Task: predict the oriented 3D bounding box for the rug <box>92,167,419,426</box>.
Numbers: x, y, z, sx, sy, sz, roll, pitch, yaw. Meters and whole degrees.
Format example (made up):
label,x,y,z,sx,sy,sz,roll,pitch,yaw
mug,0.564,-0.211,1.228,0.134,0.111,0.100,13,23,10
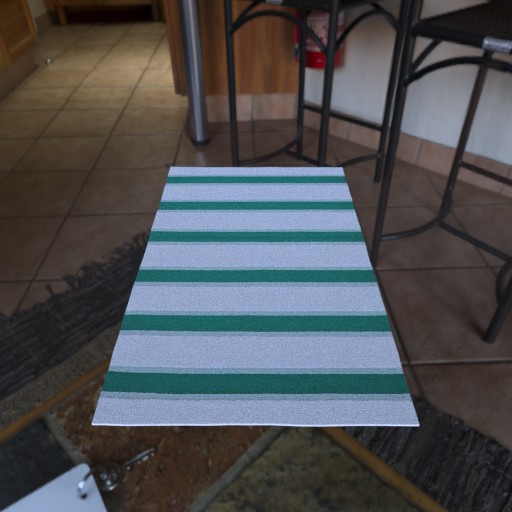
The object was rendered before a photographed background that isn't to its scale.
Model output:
label,x,y,z,sx,sy,sz,roll,pitch,yaw
rug,0.000,0.000,2.978,1.521,0.015,2.436,0,40,0
